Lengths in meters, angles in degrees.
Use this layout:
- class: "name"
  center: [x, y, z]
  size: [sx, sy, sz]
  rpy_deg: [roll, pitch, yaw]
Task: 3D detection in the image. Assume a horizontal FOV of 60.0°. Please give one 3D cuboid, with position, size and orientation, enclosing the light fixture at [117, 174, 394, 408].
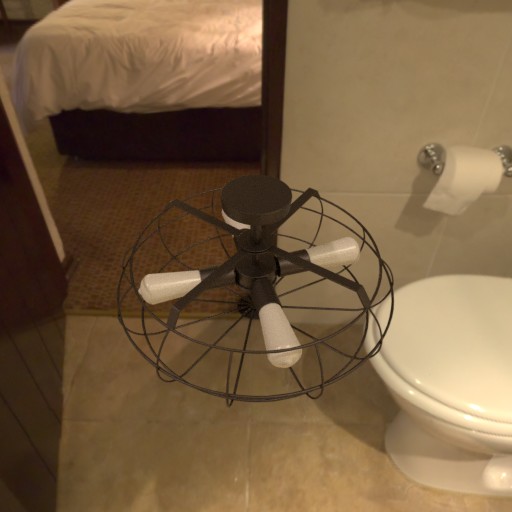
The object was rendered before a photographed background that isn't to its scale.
- class: "light fixture"
  center: [0.000, 0.000, 0.918]
  size: [0.582, 0.311, 0.582]
  rpy_deg: [0, 40, 0]
